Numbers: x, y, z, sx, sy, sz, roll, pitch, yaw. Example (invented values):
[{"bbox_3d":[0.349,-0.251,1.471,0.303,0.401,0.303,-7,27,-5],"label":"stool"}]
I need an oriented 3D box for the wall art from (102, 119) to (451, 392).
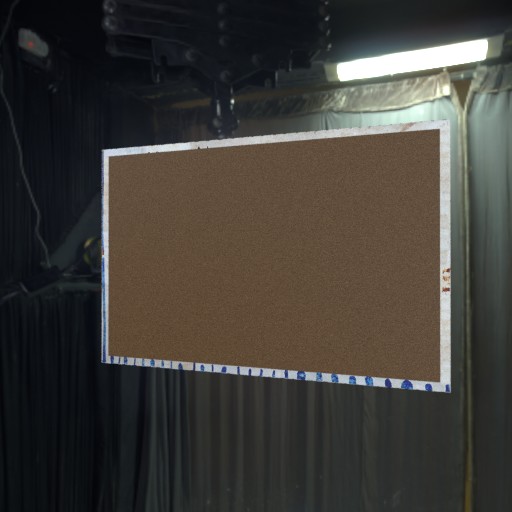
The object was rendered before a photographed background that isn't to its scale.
[{"bbox_3d":[0.000,0.000,1.141,0.919,0.609,0.030,0,0,18],"label":"wall art"}]
